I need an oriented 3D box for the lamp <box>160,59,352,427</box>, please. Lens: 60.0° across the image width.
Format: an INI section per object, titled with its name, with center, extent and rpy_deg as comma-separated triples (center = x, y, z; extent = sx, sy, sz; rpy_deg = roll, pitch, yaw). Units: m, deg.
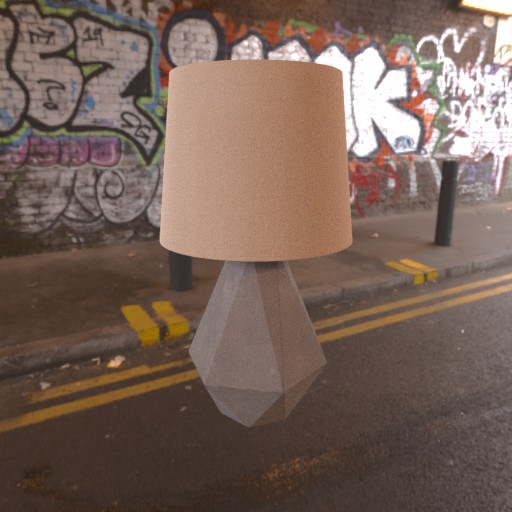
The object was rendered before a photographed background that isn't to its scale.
[lamp]
center = 0.000, 0.000, 0.656
extent = 0.276, 0.501, 0.276
rpy_deg = 0, 14, 0
